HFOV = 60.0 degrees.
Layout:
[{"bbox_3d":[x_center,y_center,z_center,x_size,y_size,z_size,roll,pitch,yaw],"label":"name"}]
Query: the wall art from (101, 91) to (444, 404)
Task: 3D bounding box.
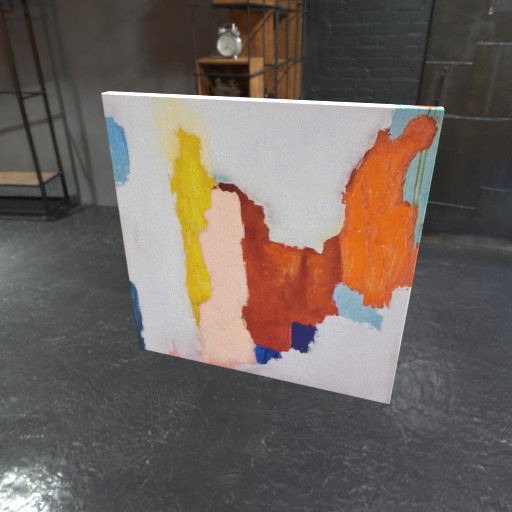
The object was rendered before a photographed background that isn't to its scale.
[{"bbox_3d":[0.000,0.000,1.512,1.017,1.017,0.044,8,28,16],"label":"wall art"}]
